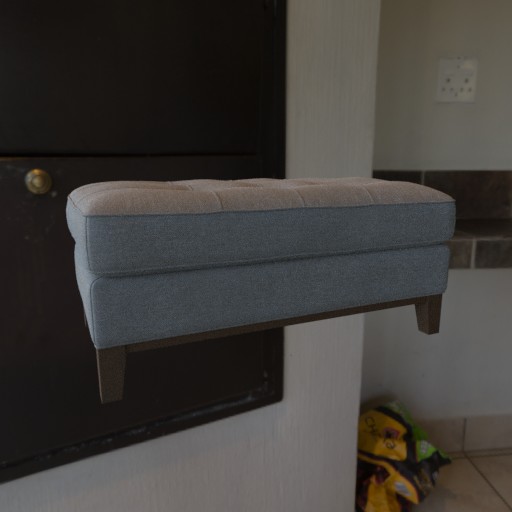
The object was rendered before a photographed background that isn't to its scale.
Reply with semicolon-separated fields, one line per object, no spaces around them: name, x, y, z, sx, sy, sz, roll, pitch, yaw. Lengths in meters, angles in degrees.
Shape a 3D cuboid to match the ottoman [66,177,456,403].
ottoman;0.000;0.000;1.496;1.143;0.514;0.648;-5;13;-24
